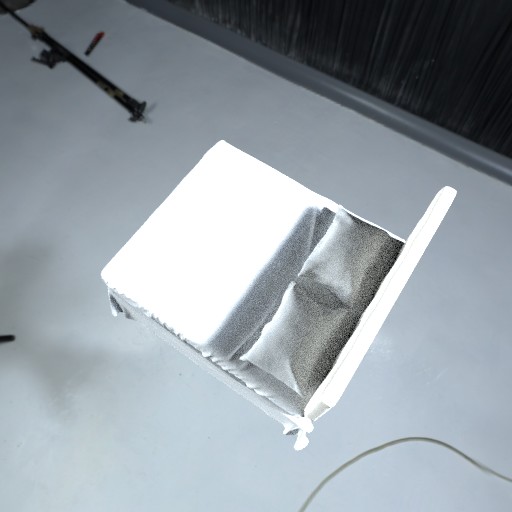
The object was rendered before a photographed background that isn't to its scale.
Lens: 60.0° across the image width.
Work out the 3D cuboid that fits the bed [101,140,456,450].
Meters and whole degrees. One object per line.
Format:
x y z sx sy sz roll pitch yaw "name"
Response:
0.000 0.000 3.525 2.222 1.577 1.936 32 69 14 "bed"
